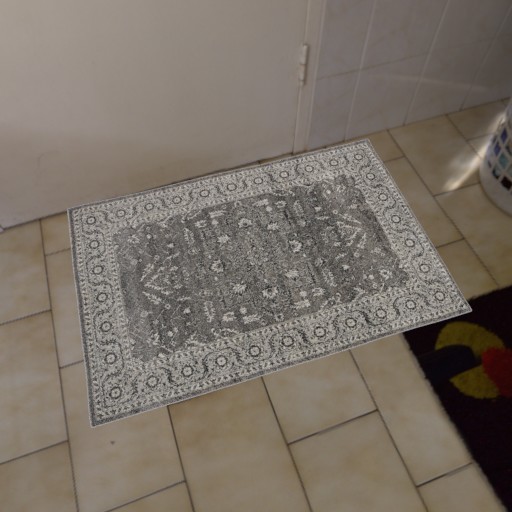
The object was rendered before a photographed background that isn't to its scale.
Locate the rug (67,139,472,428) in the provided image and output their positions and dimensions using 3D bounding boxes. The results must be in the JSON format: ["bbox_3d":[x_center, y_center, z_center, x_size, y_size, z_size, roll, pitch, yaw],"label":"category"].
[{"bbox_3d":[0.000,0.000,2.299,1.828,0.019,1.209,-15,60,-9],"label":"rug"}]
